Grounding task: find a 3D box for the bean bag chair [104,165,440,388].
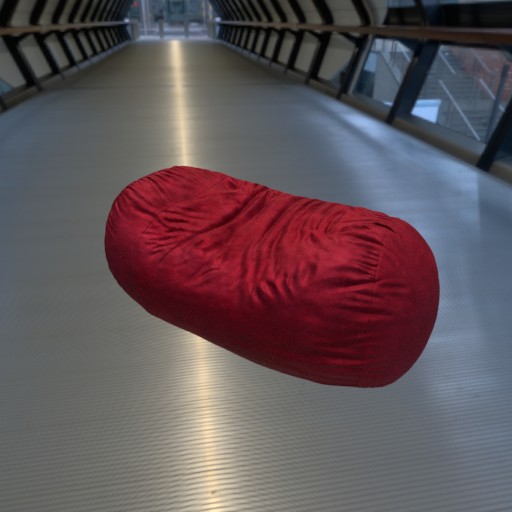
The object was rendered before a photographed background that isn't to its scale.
[{"bbox_3d":[0.000,0.000,2.894,2.293,0.867,1.216,19,34,30],"label":"bean bag chair"}]
